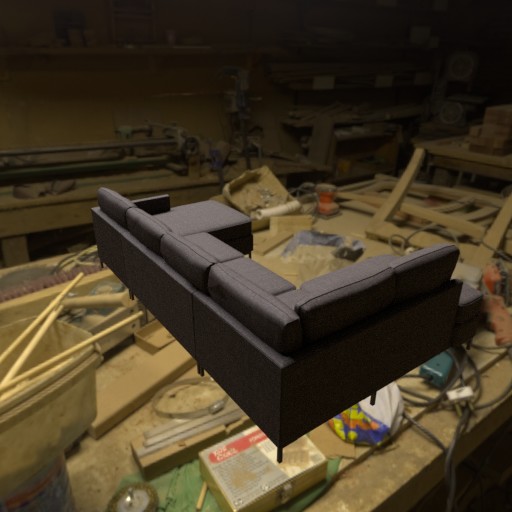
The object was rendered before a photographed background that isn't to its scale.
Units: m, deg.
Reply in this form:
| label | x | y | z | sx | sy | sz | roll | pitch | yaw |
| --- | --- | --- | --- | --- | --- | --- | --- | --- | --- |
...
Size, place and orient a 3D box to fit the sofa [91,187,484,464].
| label | x | y | z | sx | sy | sz | roll | pitch | yaw |
| --- | --- | --- | --- | --- | --- | --- | --- | --- | --- |
| sofa | 0.000 | 0.000 | 4.233 | 2.048 | 0.999 | 3.423 | -16 | 29 | -32 |
